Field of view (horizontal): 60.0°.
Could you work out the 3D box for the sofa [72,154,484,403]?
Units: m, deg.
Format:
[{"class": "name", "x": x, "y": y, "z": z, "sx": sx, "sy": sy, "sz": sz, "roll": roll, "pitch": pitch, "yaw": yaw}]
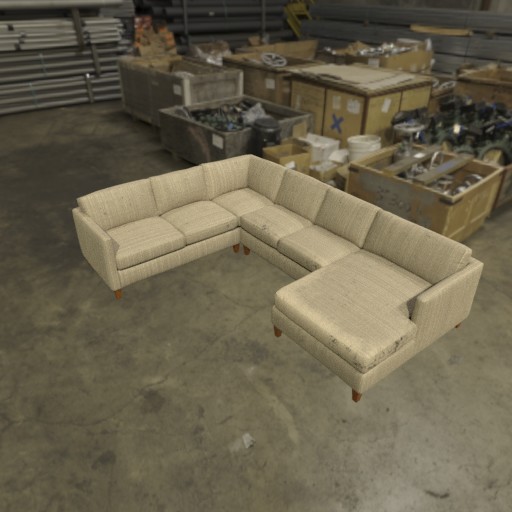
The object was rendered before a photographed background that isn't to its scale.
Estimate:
[{"class": "sofa", "x": 0.000, "y": 0.000, "z": 4.584, "sx": 2.594, "sy": 0.961, "sz": 3.460, "roll": -22, "pitch": 38, "yaw": -32}]
